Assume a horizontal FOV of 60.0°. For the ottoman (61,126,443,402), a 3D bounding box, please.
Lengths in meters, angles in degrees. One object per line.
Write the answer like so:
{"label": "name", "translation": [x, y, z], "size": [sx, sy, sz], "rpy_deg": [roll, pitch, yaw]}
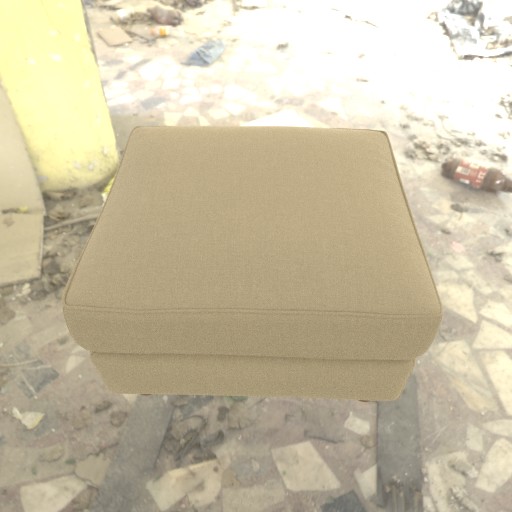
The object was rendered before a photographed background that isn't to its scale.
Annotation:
{"label": "ottoman", "translation": [0.000, 0.000, 1.132], "size": [0.716, 0.505, 0.662], "rpy_deg": [1, 47, 1]}
